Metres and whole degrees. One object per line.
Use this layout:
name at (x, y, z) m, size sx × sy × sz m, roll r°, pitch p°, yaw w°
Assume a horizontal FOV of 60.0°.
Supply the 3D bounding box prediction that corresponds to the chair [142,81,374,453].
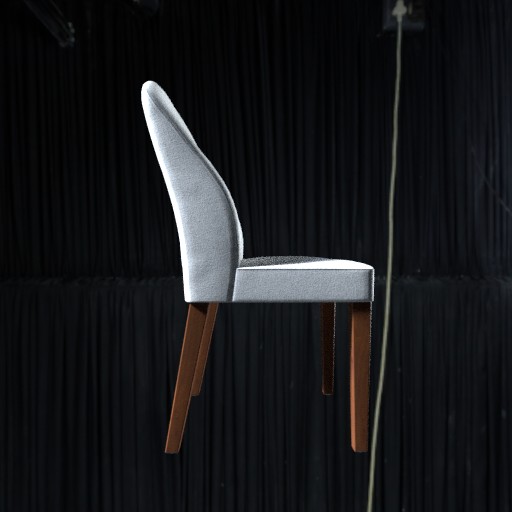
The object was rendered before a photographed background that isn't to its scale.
chair at (0.000, 0.000, 1.214) m, size 0.540 × 0.893 × 0.472 m, roll 0°, pitch 0°, yaw -1°
